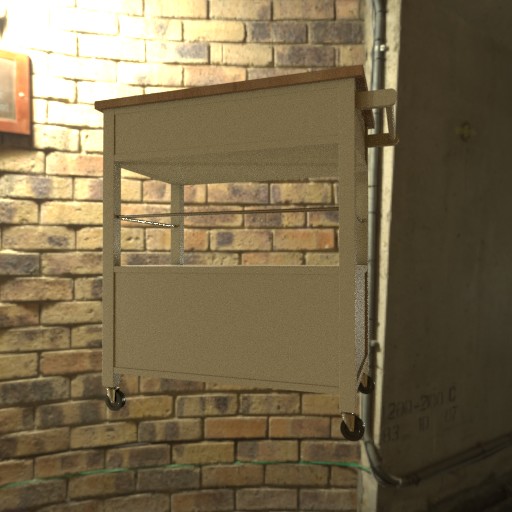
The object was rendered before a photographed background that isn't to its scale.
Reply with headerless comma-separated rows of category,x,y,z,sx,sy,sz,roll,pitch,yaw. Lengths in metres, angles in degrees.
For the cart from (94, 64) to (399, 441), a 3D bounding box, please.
cart,0.000,0.000,1.370,0.840,0.901,0.459,0,-1,18
